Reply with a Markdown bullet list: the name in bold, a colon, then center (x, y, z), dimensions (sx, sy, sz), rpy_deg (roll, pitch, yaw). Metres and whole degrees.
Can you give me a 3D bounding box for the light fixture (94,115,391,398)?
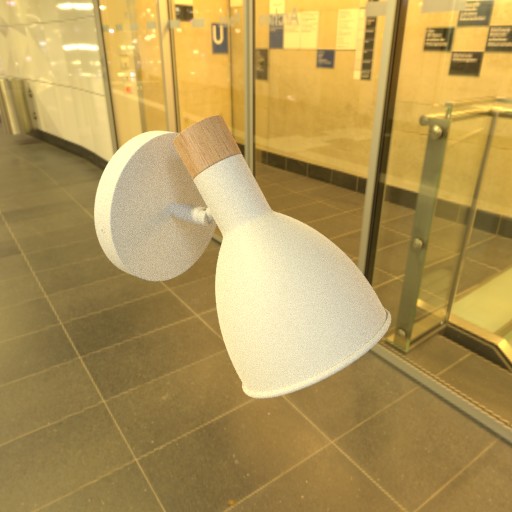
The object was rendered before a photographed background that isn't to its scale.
- **light fixture**: center (0.000, 0.000, 0.336), dimensions (0.209, 0.199, 0.127), rpy_deg (17, 30, 31)
